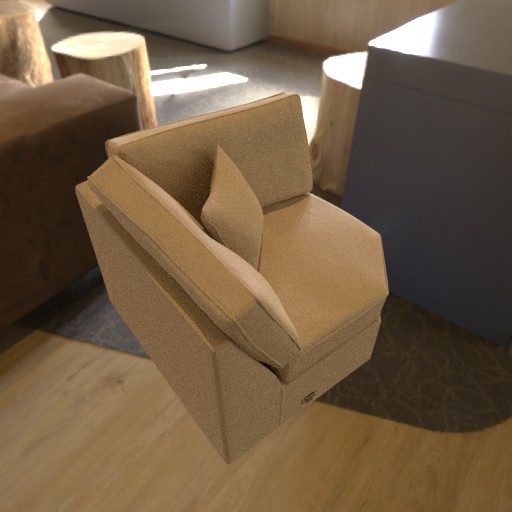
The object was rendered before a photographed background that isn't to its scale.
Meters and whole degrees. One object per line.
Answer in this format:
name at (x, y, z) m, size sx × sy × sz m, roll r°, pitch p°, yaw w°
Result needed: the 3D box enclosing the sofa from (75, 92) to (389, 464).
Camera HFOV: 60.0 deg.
sofa at (0.000, 0.000, 1.871) m, size 1.042 × 0.937 × 1.050 m, roll -26°, pitch 48°, yaw -26°
